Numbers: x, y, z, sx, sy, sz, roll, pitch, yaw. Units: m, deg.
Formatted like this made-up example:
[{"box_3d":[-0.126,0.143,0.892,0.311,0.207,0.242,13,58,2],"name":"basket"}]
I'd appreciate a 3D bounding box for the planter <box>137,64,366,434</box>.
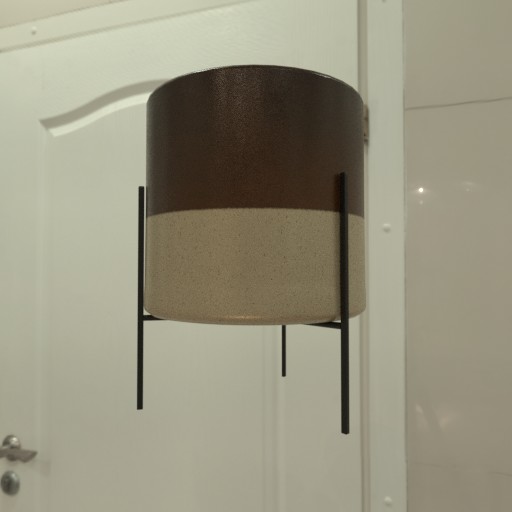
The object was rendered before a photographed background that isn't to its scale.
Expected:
[{"box_3d":[0.000,0.000,0.714,0.345,0.465,0.354,-1,-2,19],"name":"planter"}]
